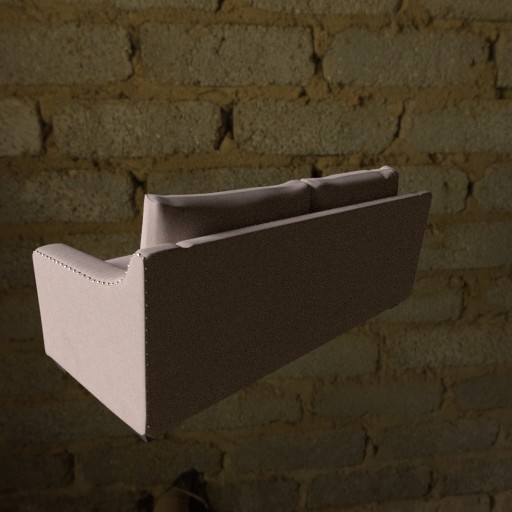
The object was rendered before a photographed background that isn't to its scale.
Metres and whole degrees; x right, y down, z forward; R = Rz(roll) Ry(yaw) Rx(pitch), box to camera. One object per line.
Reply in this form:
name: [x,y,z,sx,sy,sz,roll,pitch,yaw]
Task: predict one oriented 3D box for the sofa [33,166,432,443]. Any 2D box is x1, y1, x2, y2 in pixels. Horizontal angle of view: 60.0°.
sofa: [0.000,0.000,2.405,1.967,0.901,1.030,-15,22,-43]
